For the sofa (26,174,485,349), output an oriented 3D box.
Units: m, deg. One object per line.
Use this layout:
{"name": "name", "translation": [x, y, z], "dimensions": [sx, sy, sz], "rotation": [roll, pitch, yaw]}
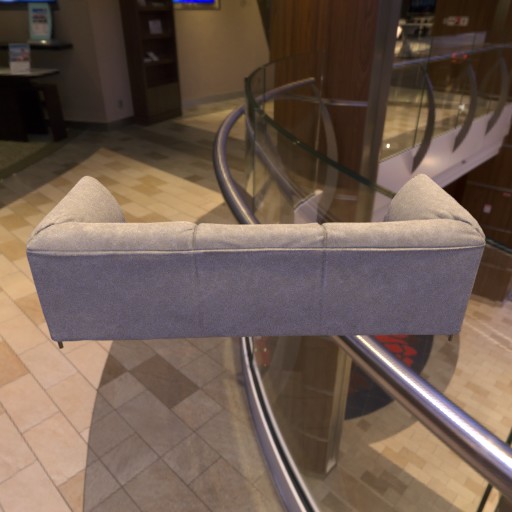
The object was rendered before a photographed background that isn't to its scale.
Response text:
{"name": "sofa", "translation": [0.000, 0.000, 2.614], "dimensions": [2.238, 0.758, 0.899], "rotation": [-1, 29, -1]}
